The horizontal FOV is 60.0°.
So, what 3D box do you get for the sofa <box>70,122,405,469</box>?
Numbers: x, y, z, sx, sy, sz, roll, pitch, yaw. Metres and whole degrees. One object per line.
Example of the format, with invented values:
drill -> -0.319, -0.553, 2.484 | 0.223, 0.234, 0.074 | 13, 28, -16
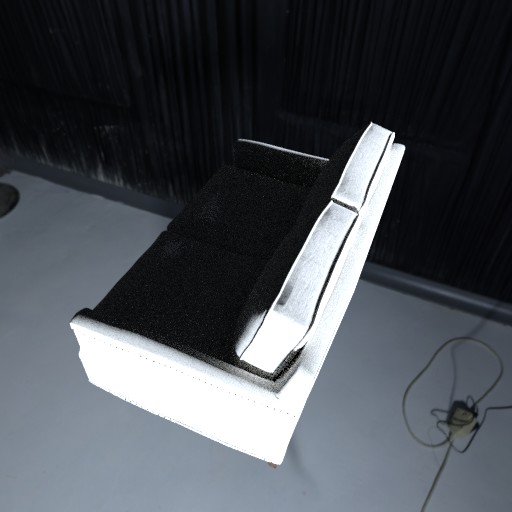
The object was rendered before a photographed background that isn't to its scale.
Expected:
sofa -> 0.000, 0.000, 2.242 | 1.084, 1.003, 1.597 | 17, 47, 17
